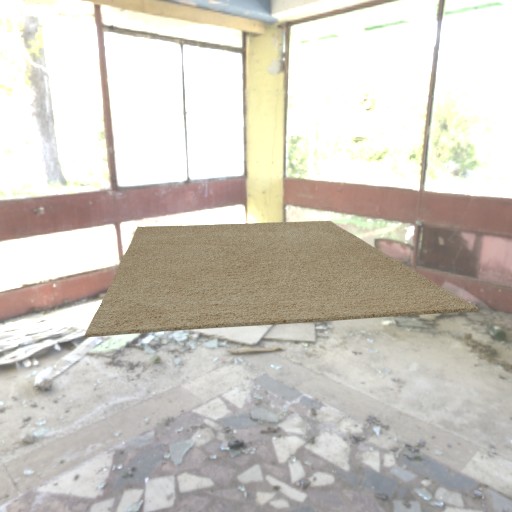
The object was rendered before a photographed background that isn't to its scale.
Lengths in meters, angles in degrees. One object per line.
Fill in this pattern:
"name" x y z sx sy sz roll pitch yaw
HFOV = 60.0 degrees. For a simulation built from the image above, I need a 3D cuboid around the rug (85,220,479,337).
"rug" 0.000 0.000 4.069 2.400 0.025 3.000 -2 16 -9
